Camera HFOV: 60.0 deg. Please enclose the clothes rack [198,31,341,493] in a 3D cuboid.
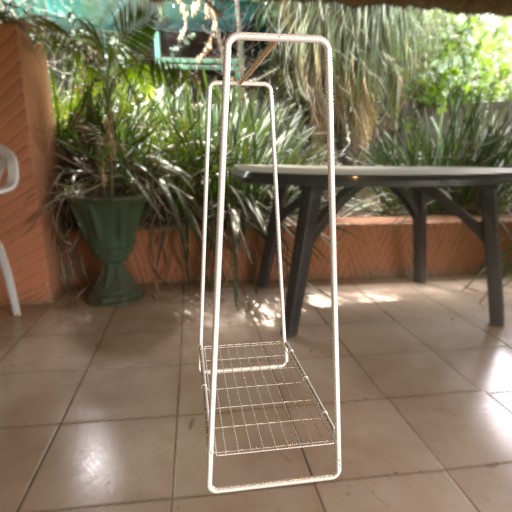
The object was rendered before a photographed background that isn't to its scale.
[{"bbox_3d":[0.000,0.000,1.851,0.495,1.500,0.900,-2,13,-9],"label":"clothes rack"}]
